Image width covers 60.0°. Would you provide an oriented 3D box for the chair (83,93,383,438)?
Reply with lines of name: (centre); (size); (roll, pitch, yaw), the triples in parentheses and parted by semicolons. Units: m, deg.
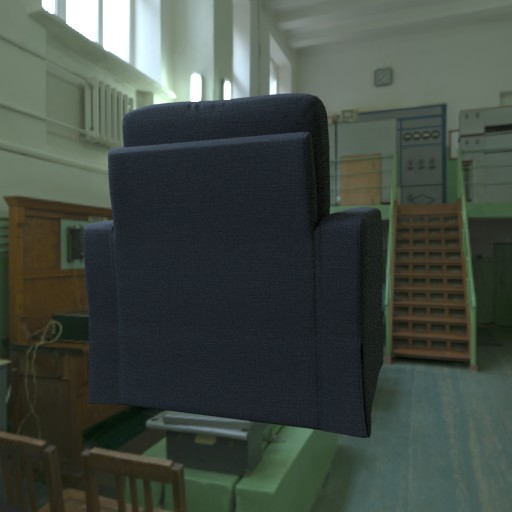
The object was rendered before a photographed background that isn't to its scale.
chair: (0.000, 0.000, 1.487); (0.798, 0.855, 0.863); (0, 1, 18)
